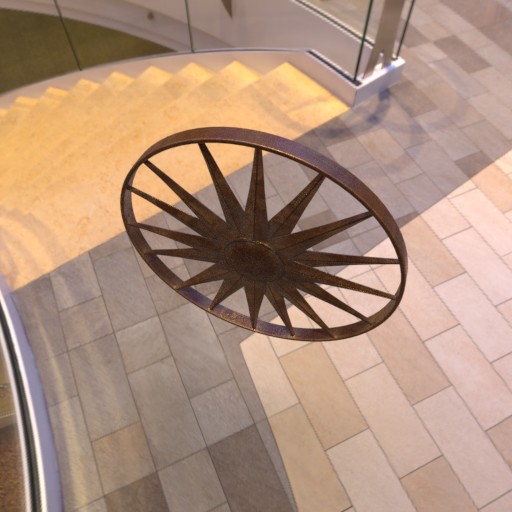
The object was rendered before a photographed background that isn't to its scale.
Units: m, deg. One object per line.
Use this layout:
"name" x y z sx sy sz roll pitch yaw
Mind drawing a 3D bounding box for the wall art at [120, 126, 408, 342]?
"wall art" 0.000 0.000 0.896 0.582 0.583 0.084 16 59 10
